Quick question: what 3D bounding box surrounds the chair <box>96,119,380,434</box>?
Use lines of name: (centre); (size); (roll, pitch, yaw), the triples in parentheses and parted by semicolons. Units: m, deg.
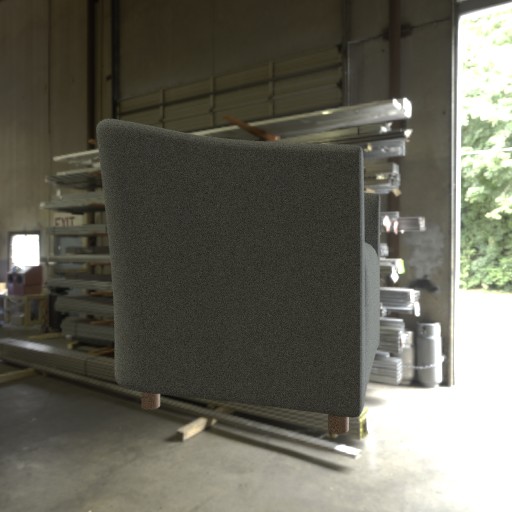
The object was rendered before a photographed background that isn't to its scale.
chair: (0.000, 0.000, 1.329); (0.700, 0.720, 0.790); (0, 0, 18)
